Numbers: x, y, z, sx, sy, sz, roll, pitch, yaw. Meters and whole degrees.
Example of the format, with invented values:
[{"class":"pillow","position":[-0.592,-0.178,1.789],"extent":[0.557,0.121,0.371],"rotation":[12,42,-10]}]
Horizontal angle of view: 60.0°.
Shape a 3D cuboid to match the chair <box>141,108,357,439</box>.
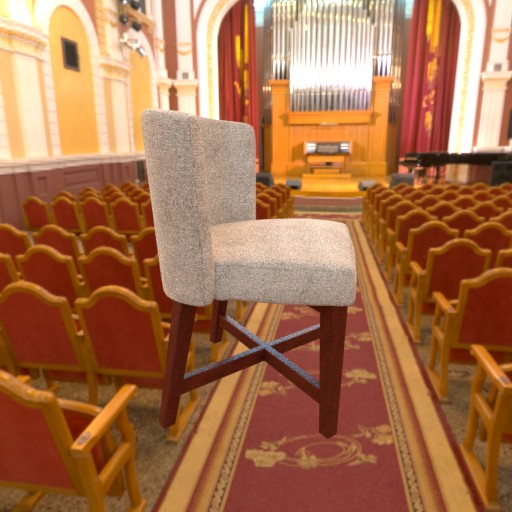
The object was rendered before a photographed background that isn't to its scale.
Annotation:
[{"class":"chair","position":[0.000,0.000,1.313],"extent":[0.575,0.827,0.728],"rotation":[2,15,9]}]
